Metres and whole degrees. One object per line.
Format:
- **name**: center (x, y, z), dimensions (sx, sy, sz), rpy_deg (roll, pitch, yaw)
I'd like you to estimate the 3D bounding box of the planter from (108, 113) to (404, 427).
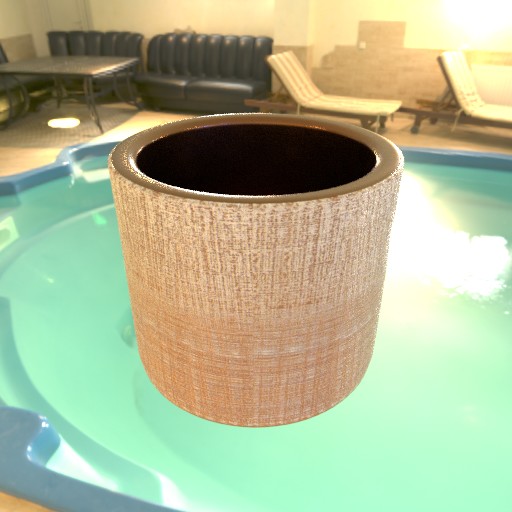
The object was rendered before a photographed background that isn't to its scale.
- **planter**: center (0.000, 0.000, 0.190), dimensions (0.109, 0.096, 0.109), rpy_deg (0, 31, 0)
